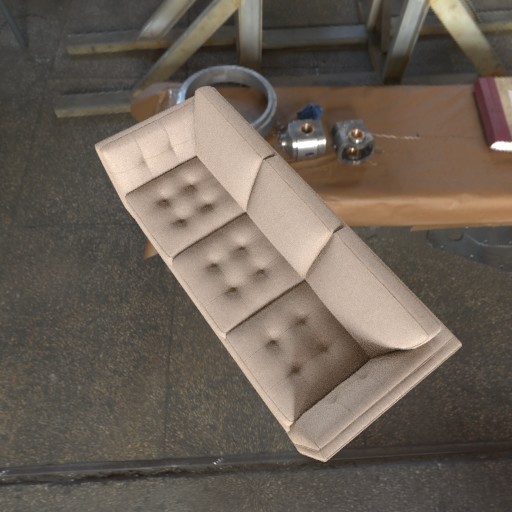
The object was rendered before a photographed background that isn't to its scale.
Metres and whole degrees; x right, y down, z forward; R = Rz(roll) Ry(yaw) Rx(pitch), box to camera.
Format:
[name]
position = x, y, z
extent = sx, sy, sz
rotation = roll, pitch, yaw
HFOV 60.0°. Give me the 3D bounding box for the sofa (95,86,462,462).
[sofa]
position = 0.000, 0.000, 2.905
extent = 0.965, 0.940, 2.388
rotation = -33, 67, -16
